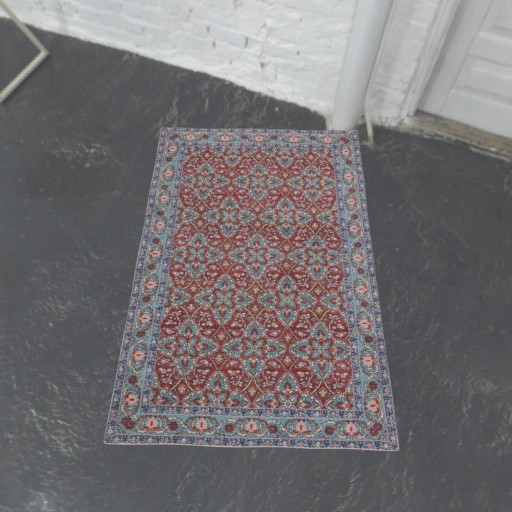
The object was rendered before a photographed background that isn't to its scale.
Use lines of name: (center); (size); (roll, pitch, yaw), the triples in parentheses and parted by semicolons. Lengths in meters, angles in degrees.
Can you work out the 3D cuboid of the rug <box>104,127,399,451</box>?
rug: (0.000, 0.000, 2.286); (1.219, 0.009, 1.829); (1, 59, 1)
